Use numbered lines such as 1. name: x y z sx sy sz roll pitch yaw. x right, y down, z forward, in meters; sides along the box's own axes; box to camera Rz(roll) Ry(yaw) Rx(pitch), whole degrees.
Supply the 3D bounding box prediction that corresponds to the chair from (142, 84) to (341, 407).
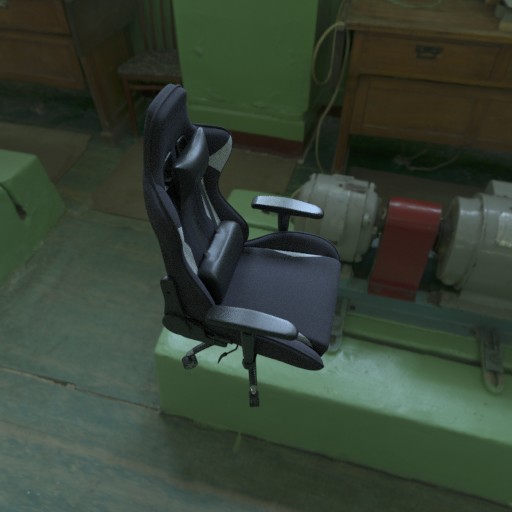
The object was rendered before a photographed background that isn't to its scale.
1. chair: 0.000 0.000 1.780 0.695 1.300 0.730 10 46 10
